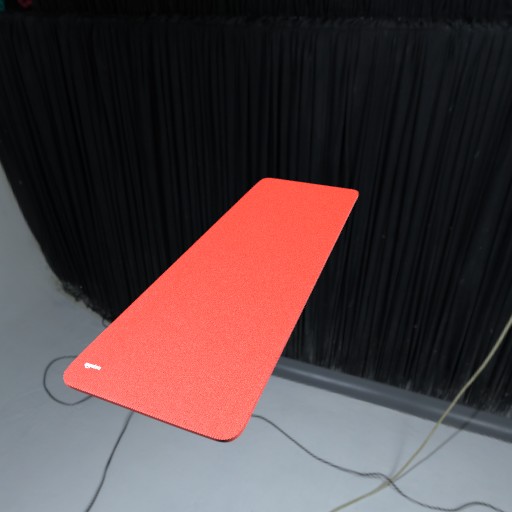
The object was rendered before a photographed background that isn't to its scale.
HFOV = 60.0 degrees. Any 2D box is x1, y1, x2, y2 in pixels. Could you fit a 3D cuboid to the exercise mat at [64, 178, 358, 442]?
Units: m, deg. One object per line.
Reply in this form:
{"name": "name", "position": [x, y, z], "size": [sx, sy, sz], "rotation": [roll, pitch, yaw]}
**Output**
{"name": "exercise mat", "position": [0.000, 0.000, 2.025], "size": [0.616, 0.021, 1.869], "rotation": [12, 33, 18]}
